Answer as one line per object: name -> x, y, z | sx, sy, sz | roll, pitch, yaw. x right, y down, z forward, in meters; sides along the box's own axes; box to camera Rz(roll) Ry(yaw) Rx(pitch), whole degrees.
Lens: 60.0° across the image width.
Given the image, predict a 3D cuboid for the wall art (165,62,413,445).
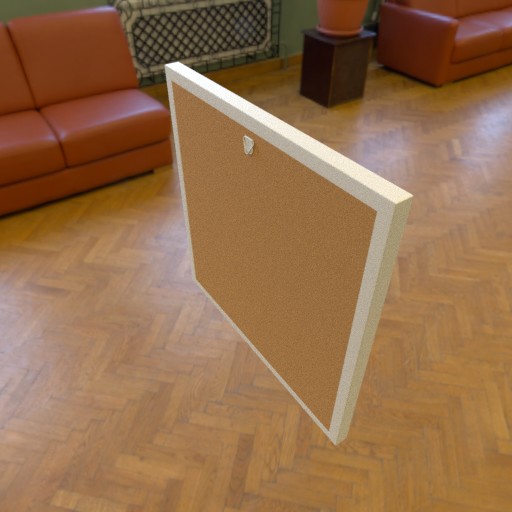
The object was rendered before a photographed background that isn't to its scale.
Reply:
wall art -> 0.000, 0.000, 1.147 | 0.050, 0.762, 0.761 | -25, 47, -26
